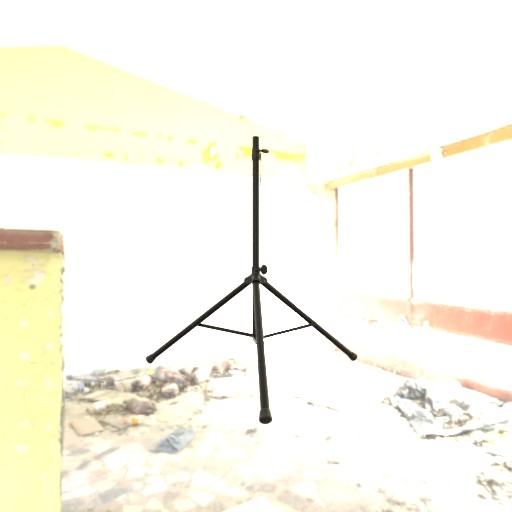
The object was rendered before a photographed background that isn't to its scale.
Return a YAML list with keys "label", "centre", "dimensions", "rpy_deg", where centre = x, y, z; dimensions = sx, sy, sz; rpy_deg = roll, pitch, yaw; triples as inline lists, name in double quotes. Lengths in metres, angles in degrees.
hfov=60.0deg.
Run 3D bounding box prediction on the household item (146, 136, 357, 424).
- label: "household item"
  centre: [0.000, 0.000, 2.730]
  dimensions: [1.596, 1.595, 1.339]
  rpy_deg: [0, 0, -2]
